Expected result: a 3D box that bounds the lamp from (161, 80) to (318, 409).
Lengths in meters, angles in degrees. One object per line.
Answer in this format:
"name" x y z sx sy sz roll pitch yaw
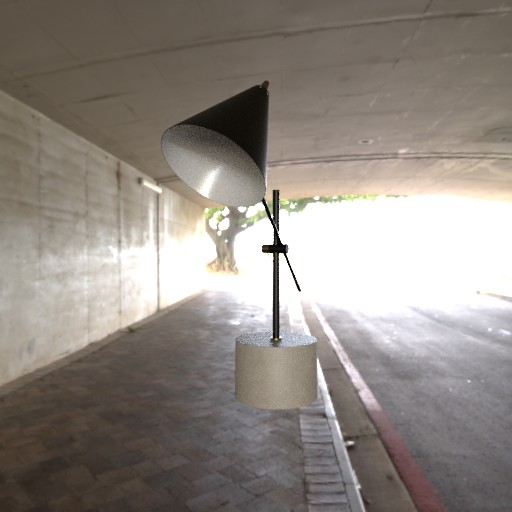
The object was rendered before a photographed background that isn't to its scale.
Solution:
"lamp" 0.000 0.000 0.716 0.214 0.518 0.403 0 1 36
